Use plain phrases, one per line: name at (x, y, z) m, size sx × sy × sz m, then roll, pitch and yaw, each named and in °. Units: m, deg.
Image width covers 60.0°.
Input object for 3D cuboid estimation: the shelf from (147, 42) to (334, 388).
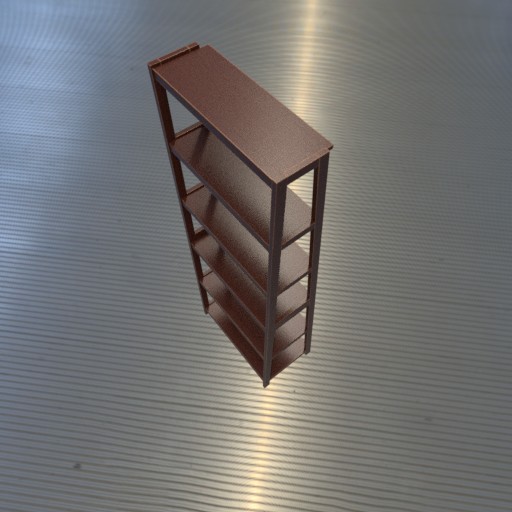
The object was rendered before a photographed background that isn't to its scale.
shelf at (0.000, 0.000, 2.156) m, size 0.381 × 1.892 × 0.660 m, roll -34°, pitch 64°, yaw -19°
